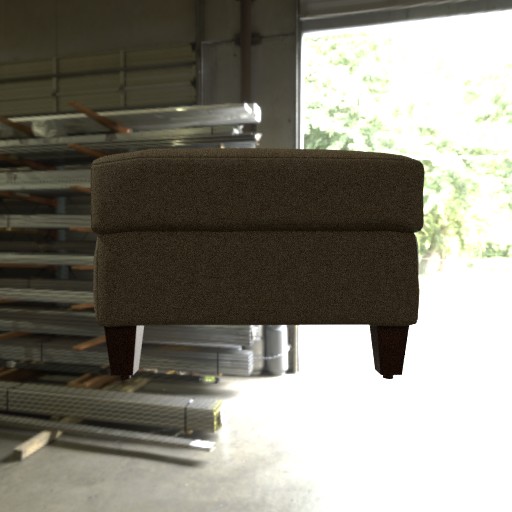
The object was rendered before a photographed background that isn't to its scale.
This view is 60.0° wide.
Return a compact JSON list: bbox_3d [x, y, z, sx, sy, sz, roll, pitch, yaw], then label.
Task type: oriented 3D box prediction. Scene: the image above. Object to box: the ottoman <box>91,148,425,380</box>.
[{"bbox_3d":[0.000,0.000,1.306,0.692,0.511,0.889,0,1,0],"label":"ottoman"}]
